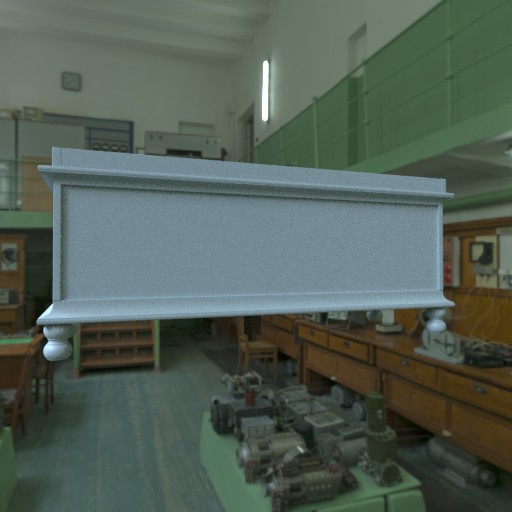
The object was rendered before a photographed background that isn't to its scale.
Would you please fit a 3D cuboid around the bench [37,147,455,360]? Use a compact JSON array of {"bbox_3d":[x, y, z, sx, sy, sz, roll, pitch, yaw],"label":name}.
[{"bbox_3d":[0.000,0.000,1.378,1.185,0.486,0.402,0,-1,-20],"label":"bench"}]
